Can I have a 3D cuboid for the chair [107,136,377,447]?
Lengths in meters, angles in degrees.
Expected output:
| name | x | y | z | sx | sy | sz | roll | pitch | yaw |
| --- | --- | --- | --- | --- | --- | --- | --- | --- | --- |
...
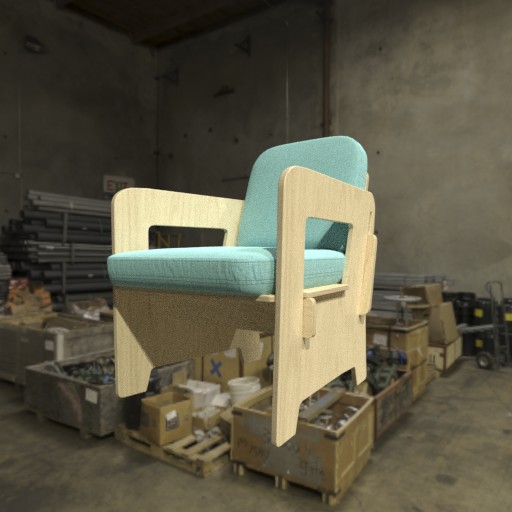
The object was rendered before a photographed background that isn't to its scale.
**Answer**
| name | x | y | z | sx | sy | sz | roll | pitch | yaw |
| --- | --- | --- | --- | --- | --- | --- | --- | --- | --- |
| chair | 0.000 | 0.000 | 1.316 | 0.590 | 0.800 | 0.710 | 0 | 1 | 37 |
